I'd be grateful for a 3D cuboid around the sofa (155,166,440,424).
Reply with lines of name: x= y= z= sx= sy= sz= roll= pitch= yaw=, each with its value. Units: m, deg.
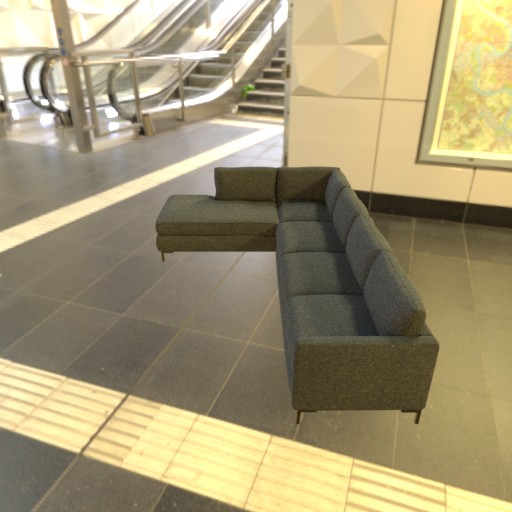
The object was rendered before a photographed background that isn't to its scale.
sofa: x=0.000 y=0.000 z=3.778 sx=2.007 sy=0.815 sz=2.949 roll=0 pitch=27 yaw=0
